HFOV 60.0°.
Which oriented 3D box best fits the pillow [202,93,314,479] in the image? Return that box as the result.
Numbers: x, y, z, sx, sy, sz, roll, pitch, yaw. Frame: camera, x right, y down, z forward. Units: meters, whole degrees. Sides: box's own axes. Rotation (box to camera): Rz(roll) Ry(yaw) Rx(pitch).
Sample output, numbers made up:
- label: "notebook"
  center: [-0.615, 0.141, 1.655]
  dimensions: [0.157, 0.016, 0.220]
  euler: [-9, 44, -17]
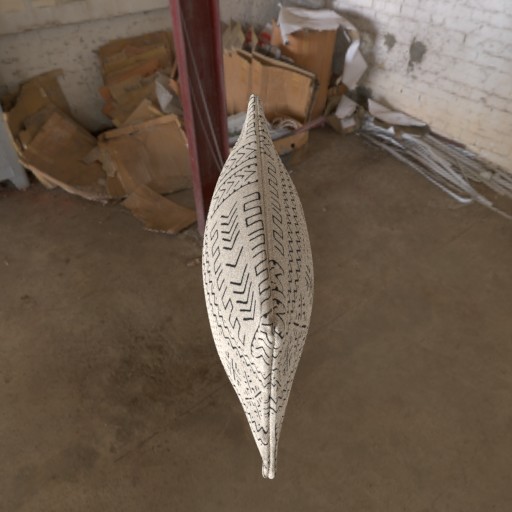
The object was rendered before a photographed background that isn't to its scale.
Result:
- label: "pillow"
  center: [0.000, 0.000, 0.793]
  dimensions: [0.188, 0.352, 0.637]
  euler: [-1, 41, -1]
